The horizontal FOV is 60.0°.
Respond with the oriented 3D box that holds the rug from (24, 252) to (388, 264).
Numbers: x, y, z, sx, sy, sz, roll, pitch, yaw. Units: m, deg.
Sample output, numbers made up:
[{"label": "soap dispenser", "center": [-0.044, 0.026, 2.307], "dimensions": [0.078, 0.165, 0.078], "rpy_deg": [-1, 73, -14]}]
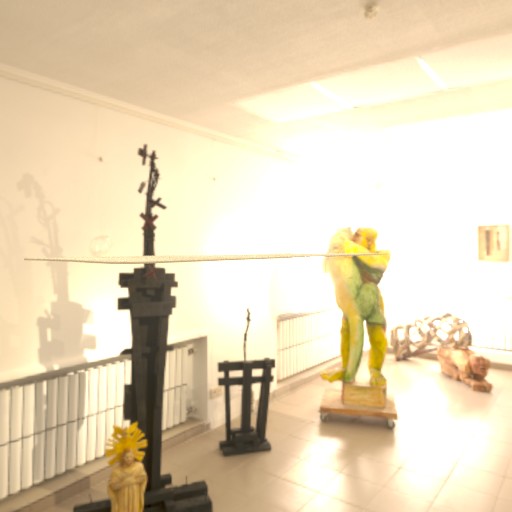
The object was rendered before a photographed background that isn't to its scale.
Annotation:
[{"label": "rug", "center": [0.000, 0.000, 2.725], "dimensions": [0.770, 0.016, 2.442], "rpy_deg": [1, 1, 36]}]
